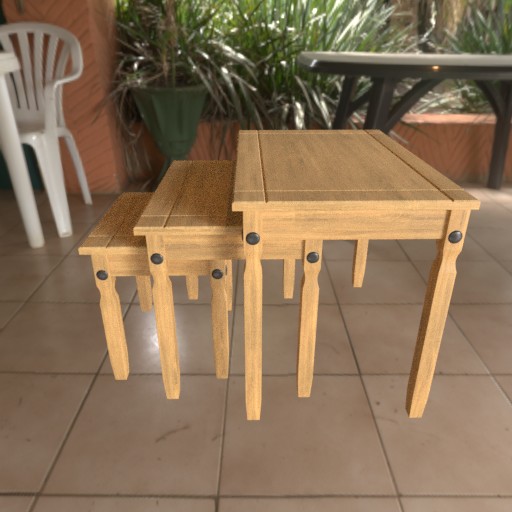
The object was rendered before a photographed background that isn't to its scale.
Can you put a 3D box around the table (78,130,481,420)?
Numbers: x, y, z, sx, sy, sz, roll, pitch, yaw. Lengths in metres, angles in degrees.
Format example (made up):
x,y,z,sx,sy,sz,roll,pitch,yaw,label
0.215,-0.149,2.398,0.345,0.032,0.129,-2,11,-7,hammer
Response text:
x,y,z,sx,sy,sz,roll,pitch,yaw,label
0.000,0.000,1.181,0.773,0.535,0.660,0,26,-1,table
